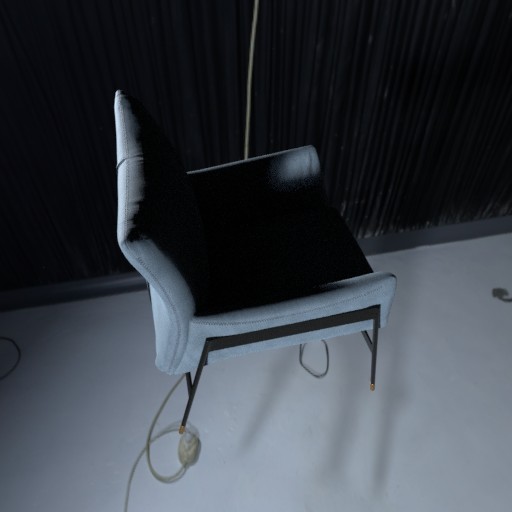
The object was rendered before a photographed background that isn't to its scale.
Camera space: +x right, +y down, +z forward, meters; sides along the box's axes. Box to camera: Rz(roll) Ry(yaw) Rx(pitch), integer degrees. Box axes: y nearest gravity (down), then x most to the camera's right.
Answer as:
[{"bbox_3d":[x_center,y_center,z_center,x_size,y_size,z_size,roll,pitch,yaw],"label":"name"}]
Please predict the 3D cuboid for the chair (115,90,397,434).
[{"bbox_3d":[0.000,0.000,1.400,0.709,0.858,0.678,-9,46,-9],"label":"chair"}]
